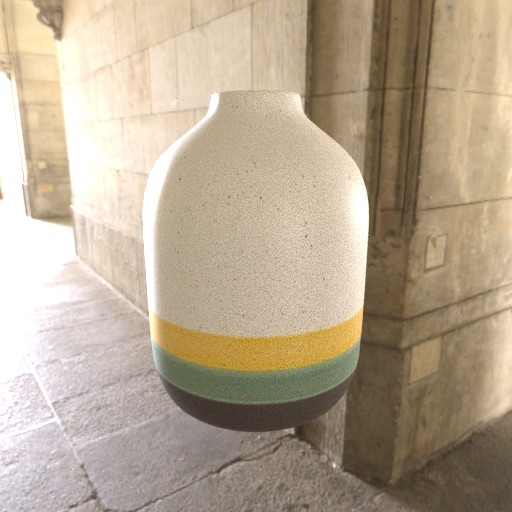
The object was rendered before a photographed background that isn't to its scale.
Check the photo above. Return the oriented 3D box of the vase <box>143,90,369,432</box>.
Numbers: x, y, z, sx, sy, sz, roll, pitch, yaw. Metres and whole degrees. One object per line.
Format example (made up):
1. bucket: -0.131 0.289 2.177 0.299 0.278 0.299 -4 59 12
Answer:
1. vase: 0.000 0.000 0.350 0.169 0.240 0.169 0 15 0
